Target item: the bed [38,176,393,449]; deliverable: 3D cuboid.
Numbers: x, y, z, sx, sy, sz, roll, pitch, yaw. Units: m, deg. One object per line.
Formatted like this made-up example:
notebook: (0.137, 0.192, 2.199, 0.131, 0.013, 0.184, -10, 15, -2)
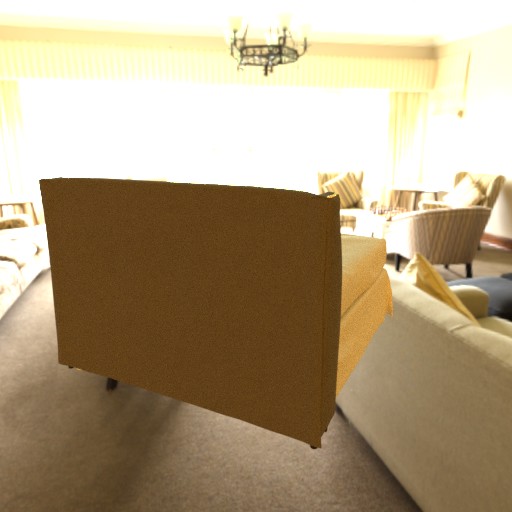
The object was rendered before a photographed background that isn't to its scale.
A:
bed: (0.000, 0.000, 3.458, 1.925, 1.332, 2.276, 8, 17, 26)
